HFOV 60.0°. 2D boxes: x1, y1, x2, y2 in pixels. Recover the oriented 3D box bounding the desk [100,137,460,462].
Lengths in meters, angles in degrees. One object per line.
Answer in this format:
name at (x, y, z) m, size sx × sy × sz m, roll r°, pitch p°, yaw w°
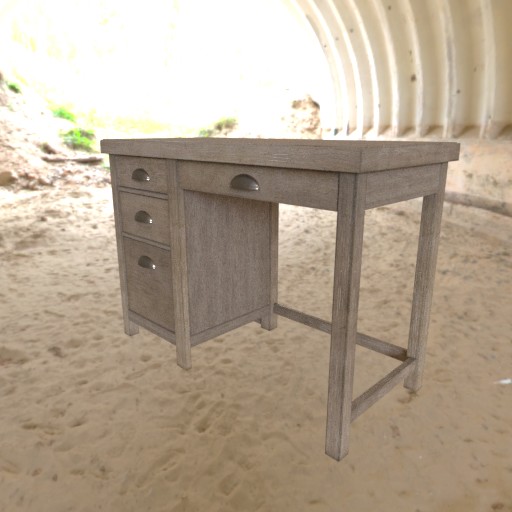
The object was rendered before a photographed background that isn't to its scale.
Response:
desk at (0.000, 0.000, 1.806) m, size 1.289 × 0.912 × 0.610 m, roll 15°, pitch 22°, yaw 42°
